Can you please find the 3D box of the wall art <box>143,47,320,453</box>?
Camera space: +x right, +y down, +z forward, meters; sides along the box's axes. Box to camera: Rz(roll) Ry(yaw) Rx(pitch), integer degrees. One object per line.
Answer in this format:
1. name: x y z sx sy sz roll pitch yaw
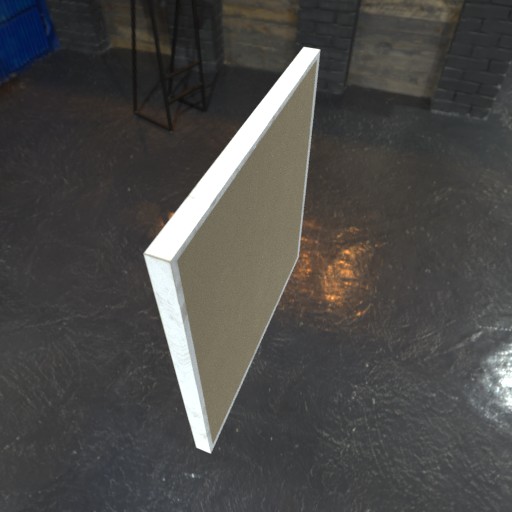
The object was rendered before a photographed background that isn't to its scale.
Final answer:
1. wall art: 0.000 0.000 0.761 0.029 0.506 0.508 16 49 14
